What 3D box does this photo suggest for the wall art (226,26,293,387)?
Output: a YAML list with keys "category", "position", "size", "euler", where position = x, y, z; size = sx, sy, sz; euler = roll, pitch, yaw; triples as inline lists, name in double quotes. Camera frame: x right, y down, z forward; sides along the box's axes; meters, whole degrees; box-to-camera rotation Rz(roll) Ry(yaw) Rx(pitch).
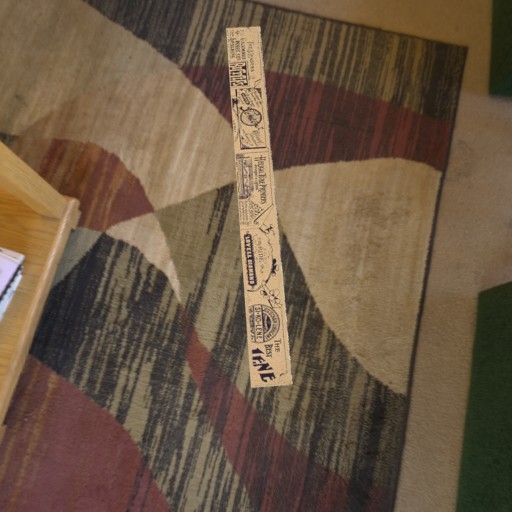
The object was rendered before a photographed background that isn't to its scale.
- category: "wall art"
  position: [0.000, 0.000, 0.764]
  size: [0.040, 0.601, 0.408]
  euler: [-4, 76, -1]
